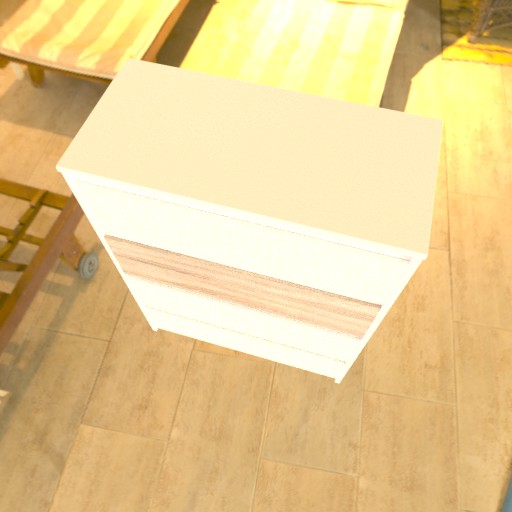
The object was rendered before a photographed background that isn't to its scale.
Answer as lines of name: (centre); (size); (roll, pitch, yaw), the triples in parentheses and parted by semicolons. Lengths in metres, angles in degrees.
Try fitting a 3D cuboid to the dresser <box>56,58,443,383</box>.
dresser: (0.000, 0.000, 1.452); (0.800, 1.040, 0.380); (14, 62, 8)
